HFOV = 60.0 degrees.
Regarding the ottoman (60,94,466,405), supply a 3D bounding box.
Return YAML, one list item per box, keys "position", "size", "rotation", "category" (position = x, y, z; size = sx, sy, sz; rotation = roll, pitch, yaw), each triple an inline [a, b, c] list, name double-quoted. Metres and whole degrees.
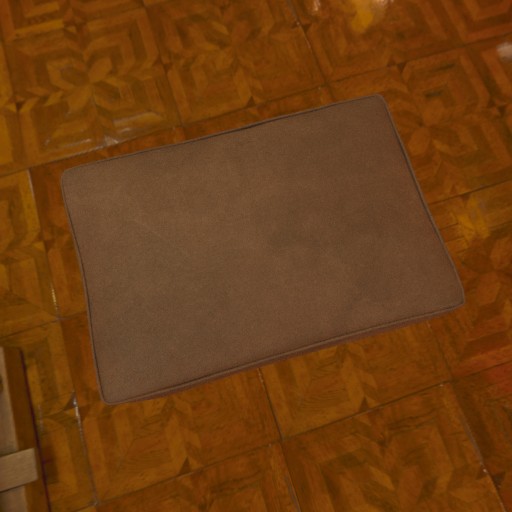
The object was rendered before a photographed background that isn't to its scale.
- position: [0.000, 0.000, 1.228]
  size: [0.860, 0.481, 0.596]
  rotation: [-15, 75, -4]
  category: "ottoman"
